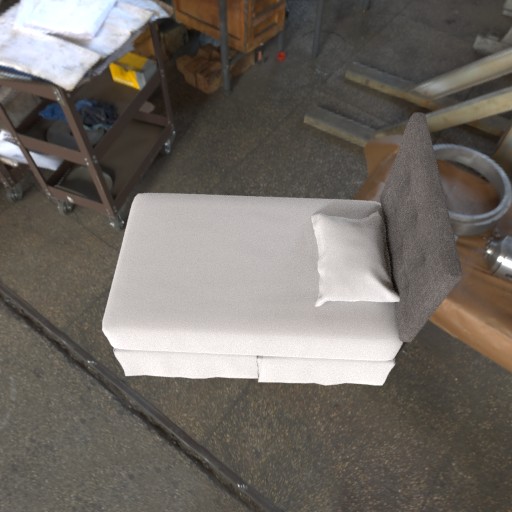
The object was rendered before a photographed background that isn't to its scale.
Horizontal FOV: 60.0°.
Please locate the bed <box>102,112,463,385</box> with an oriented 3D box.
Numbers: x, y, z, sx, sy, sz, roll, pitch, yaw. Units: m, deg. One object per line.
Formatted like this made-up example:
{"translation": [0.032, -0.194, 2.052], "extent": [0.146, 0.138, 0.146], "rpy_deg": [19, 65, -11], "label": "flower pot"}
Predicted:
{"translation": [0.000, 0.000, 3.015], "extent": [1.997, 1.571, 1.261], "rpy_deg": [2, 57, 1], "label": "bed"}
